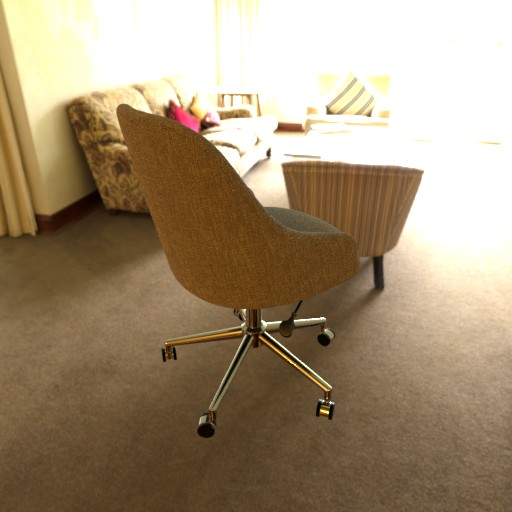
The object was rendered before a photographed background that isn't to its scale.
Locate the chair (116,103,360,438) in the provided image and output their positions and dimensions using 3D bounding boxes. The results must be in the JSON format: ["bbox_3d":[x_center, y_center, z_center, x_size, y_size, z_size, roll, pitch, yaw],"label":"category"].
[{"bbox_3d":[0.000,0.000,1.405,0.712,0.950,0.671,-18,32,-31],"label":"chair"}]
